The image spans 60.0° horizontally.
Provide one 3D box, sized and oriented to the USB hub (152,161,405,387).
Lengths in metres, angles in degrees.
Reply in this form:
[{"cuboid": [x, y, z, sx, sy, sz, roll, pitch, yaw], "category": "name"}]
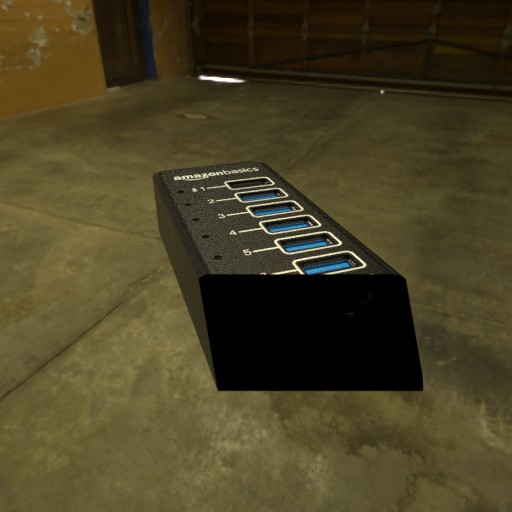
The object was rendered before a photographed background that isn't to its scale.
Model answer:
[{"cuboid": [0.000, 0.000, 0.131, 0.044, 0.023, 0.110, -10, 31, -17], "category": "USB hub"}]
